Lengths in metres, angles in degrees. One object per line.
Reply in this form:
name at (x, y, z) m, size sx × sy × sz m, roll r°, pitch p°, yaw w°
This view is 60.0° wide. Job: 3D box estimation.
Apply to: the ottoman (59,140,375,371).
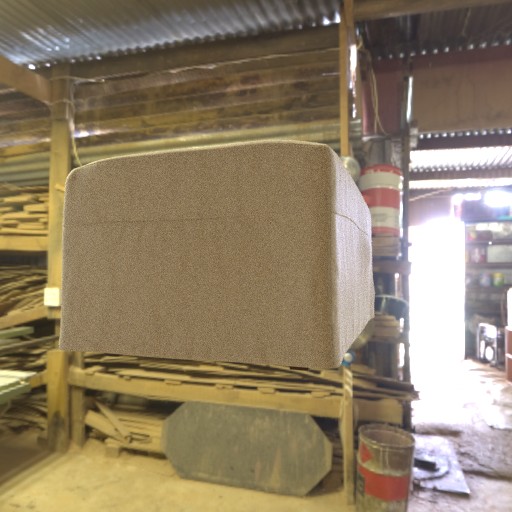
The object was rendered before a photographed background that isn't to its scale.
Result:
ottoman at (0.000, 0.000, 1.210) m, size 0.590 × 0.444 × 0.872 m, roll -1°, pitch -2°, yaw 19°
